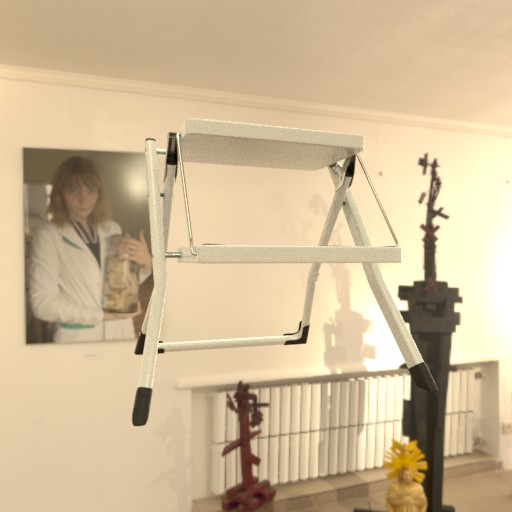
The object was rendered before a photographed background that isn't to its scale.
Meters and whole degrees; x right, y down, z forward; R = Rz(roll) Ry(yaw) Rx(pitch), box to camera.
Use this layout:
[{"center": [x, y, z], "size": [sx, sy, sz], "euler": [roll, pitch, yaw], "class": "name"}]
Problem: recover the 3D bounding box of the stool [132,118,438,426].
[{"center": [0.000, 0.000, 0.860], "size": [0.485, 0.445, 0.490], "euler": [0, 0, -19], "class": "stool"}]
